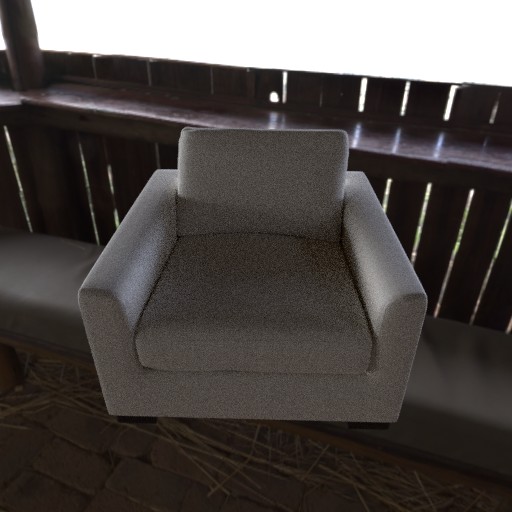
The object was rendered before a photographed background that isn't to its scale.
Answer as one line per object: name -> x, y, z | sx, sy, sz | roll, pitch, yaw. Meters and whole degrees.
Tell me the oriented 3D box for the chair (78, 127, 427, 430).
chair -> 0.000, 0.000, 1.867 | 1.070, 0.876, 1.100 | 1, 30, 2
